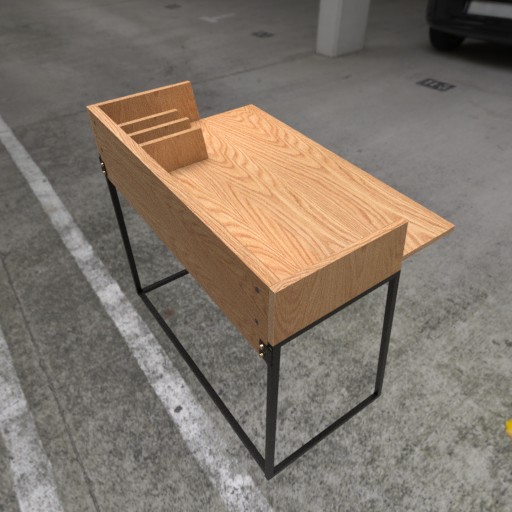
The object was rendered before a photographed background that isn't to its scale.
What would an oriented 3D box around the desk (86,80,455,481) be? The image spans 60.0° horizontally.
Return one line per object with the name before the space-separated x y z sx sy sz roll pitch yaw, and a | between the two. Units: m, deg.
desk | 0.000 0.000 1.854 0.769 1.061 1.191 -26 48 -25
